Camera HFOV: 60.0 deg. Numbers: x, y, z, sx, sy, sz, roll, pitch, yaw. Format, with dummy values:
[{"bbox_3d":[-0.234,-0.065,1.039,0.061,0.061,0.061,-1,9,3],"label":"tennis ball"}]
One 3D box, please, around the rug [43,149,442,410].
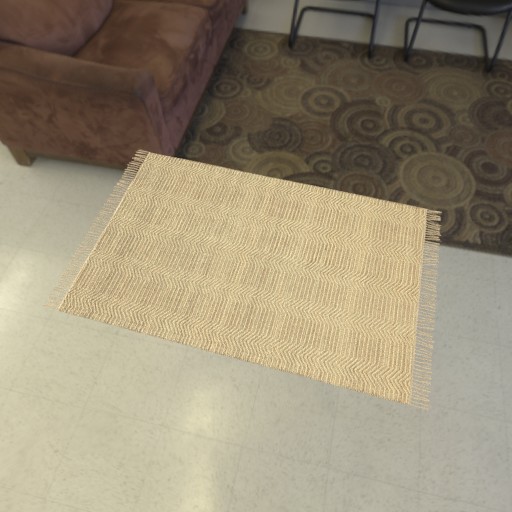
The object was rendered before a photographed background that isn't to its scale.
[{"bbox_3d":[0.000,0.000,3.146,2.523,0.034,1.528,13,58,9],"label":"rug"}]
